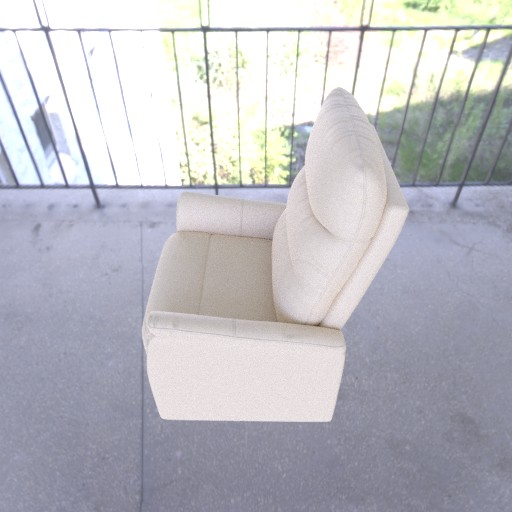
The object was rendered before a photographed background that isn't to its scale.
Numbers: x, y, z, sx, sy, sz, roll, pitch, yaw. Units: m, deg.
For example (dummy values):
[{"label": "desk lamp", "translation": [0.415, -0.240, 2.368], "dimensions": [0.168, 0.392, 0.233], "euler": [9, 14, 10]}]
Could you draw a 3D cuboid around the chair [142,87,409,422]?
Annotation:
[{"label": "chair", "translation": [0.000, 0.000, 1.647], "dimensions": [0.831, 1.082, 0.775], "euler": [1, 41, 1]}]
